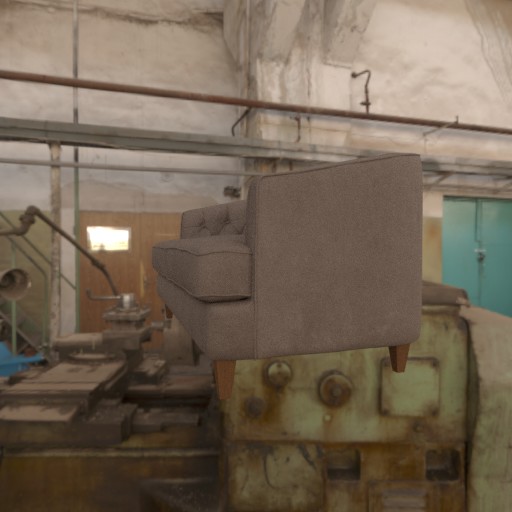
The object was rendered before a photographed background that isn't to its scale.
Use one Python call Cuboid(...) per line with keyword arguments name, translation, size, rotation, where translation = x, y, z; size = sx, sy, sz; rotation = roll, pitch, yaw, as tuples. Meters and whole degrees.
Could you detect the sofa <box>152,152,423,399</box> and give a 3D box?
Cuboid(name="sofa", translation=(0.000, 0.000, 2.261), size=(0.941, 0.855, 1.733), rotation=(0, 2, -17))
